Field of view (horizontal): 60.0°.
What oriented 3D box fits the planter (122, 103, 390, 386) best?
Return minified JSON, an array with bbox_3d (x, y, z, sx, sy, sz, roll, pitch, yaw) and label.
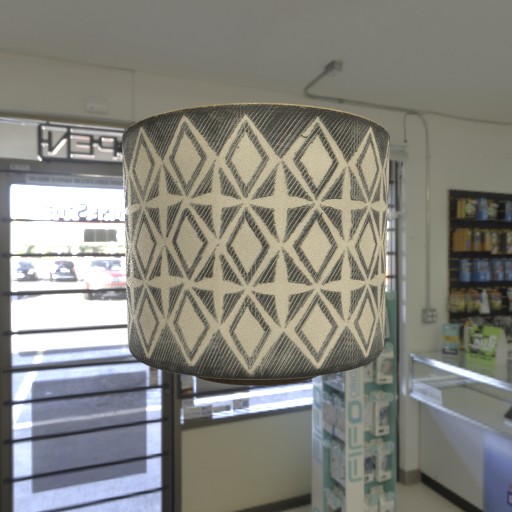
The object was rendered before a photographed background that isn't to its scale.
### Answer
[{"bbox_3d":[0.000,0.000,0.333,0.192,0.165,0.192,0,0,0],"label":"planter"}]
